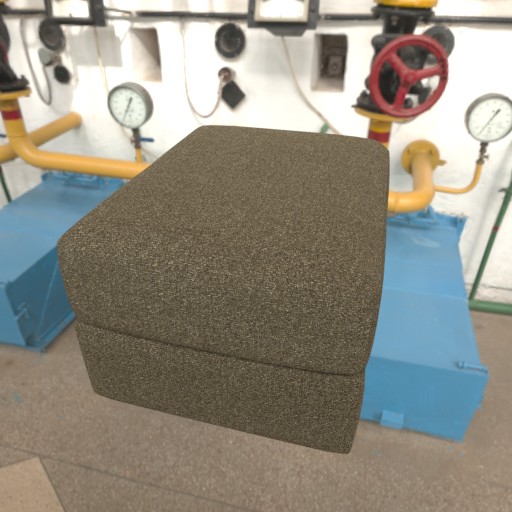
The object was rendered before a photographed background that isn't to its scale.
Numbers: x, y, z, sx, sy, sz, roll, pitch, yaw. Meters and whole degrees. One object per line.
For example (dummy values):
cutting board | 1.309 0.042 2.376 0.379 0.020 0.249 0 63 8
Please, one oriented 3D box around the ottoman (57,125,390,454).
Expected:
ottoman | 0.000 0.000 1.116 0.598 0.476 0.742 9 34 13
